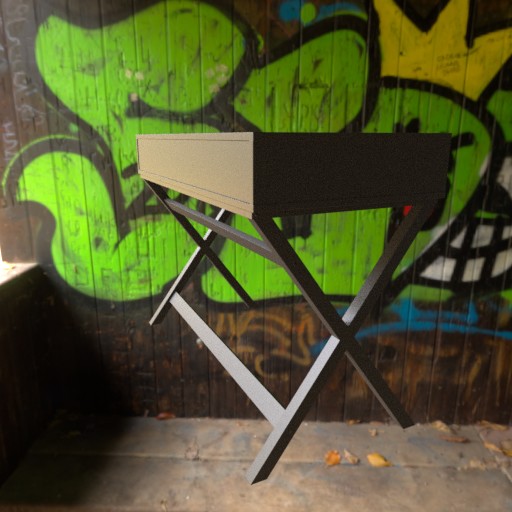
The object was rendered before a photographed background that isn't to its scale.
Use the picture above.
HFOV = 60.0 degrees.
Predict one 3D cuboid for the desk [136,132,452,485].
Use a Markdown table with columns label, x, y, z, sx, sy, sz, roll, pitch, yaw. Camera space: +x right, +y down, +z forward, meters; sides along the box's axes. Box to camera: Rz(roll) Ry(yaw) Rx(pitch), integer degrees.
| label | x | y | z | sx | sy | sz | roll | pitch | yaw |
| --- | --- | --- | --- | --- | --- | --- | --- | --- | --- |
| desk | 0.000 | 0.000 | 1.471 | 0.525 | 0.780 | 1.057 | -7 | 17 | -25 |
